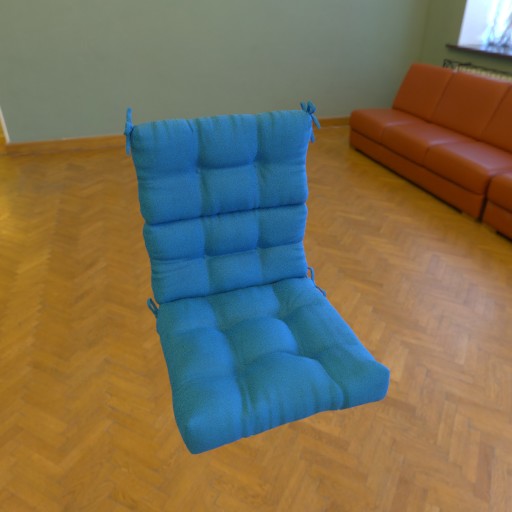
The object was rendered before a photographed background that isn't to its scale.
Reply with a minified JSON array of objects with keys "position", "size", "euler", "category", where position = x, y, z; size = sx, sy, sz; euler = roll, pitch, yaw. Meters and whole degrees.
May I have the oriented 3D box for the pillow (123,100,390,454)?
[{"position":[0.000,0.000,1.048],"size":[0.519,0.605,0.571],"euler":[-10,32,-16],"category":"pillow"}]
